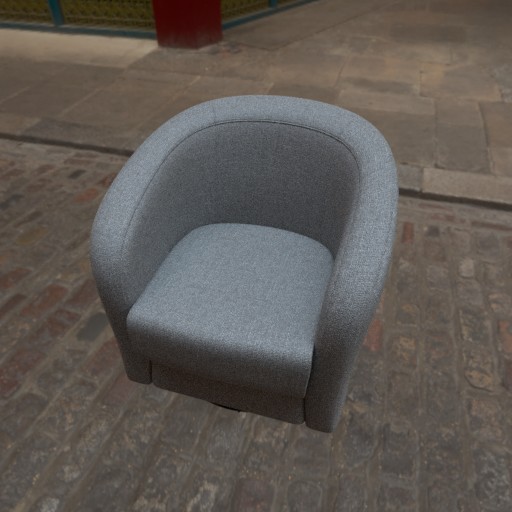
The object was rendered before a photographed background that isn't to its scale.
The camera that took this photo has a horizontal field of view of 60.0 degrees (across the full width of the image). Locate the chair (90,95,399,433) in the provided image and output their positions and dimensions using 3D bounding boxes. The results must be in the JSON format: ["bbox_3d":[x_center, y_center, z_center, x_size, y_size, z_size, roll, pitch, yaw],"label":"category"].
[{"bbox_3d":[0.000,0.000,1.434,0.791,0.771,0.815,11,41,12],"label":"chair"}]
